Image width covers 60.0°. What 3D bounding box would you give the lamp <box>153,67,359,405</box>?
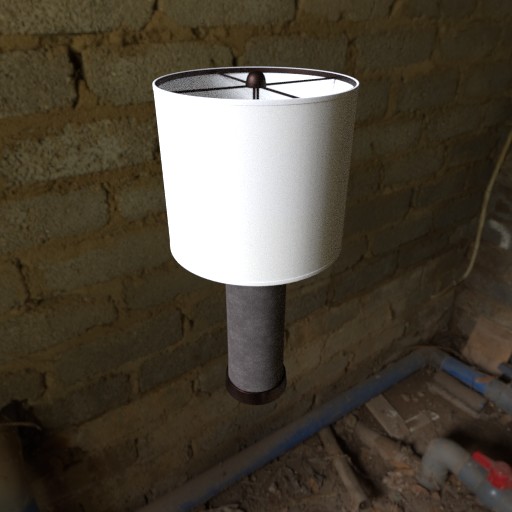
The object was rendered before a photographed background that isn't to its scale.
[{"bbox_3d":[0.000,0.000,0.808,0.301,0.630,0.301,9,31,14],"label":"lamp"}]
